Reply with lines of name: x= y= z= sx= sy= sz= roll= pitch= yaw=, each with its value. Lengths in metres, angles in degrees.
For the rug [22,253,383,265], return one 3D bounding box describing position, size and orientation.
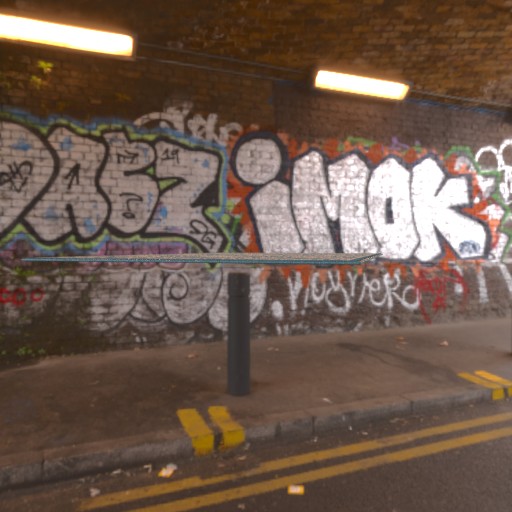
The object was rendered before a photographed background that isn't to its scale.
rug: x=0.000 y=0.000 z=2.303 sx=1.211 sy=0.012 sz=1.833 roll=0 pitch=1 yaw=18
